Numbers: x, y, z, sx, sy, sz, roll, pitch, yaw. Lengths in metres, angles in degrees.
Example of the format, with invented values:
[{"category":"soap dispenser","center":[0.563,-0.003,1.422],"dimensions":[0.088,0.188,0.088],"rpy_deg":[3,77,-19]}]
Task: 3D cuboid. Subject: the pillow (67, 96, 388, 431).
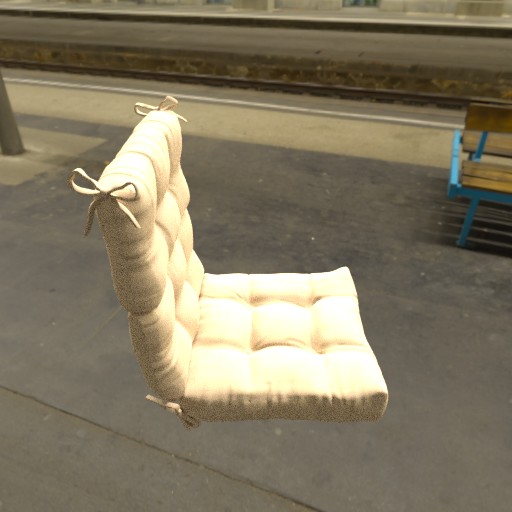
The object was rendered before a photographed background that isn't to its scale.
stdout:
[{"category":"pillow","center":[0.000,0.000,1.005],"dimensions":[0.571,0.605,0.519],"rpy_deg":[0,33,0]}]
